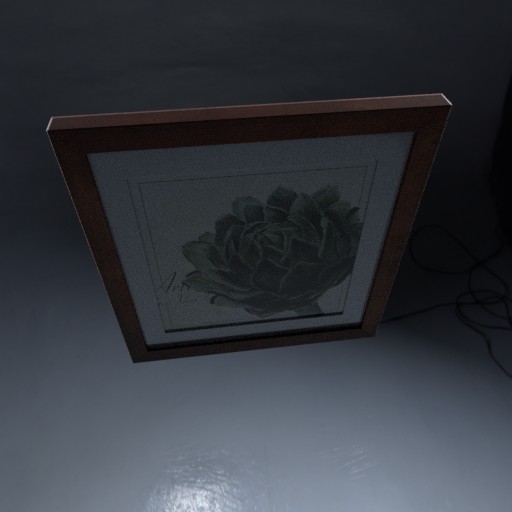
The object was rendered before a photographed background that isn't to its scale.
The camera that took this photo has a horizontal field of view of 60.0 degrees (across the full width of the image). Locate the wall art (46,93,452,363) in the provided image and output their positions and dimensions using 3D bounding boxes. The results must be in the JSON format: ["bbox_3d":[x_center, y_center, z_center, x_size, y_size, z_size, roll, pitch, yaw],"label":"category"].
[{"bbox_3d":[0.000,0.000,0.816,0.554,0.572,0.037,-5,46,-5],"label":"wall art"}]
